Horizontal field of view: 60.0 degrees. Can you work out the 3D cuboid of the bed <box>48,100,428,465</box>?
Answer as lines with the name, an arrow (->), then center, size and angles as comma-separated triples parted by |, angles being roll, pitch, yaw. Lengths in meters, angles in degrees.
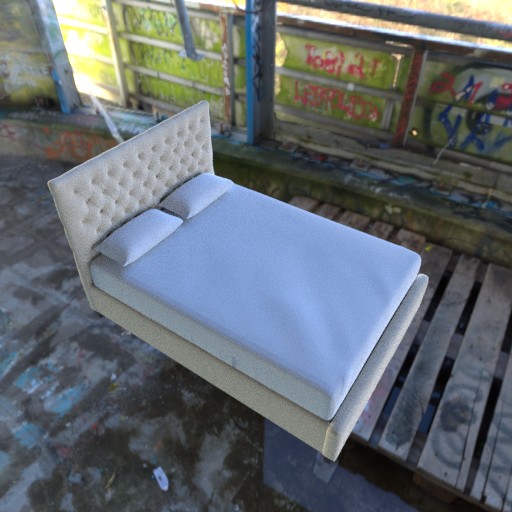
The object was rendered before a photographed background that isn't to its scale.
bed -> 0.000, 0.000, 3.515 | 2.387, 1.427, 1.698 | 25, 47, 25
